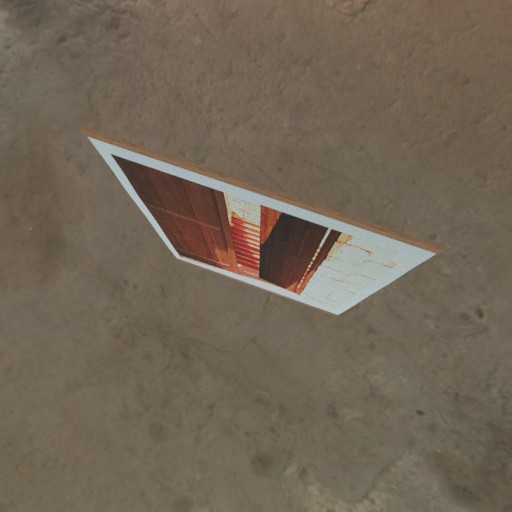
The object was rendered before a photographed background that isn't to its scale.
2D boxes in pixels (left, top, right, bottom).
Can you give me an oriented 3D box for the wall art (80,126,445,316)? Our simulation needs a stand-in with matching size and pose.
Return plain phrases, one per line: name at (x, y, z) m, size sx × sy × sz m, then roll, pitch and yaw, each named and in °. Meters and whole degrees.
wall art at (0.000, 0.000, 1.907) m, size 1.019 × 1.527 × 0.019 m, roll 19°, pitch 77°, yaw 5°
